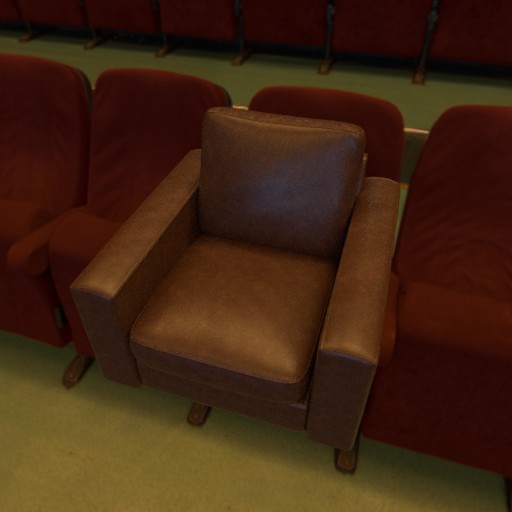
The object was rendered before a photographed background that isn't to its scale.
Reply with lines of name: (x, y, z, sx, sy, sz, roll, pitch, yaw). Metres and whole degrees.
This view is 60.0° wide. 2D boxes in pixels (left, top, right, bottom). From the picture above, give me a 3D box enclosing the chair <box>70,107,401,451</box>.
chair: (0.000, 0.000, 1.745, 1.005, 0.873, 1.016, 12, 42, 13)
